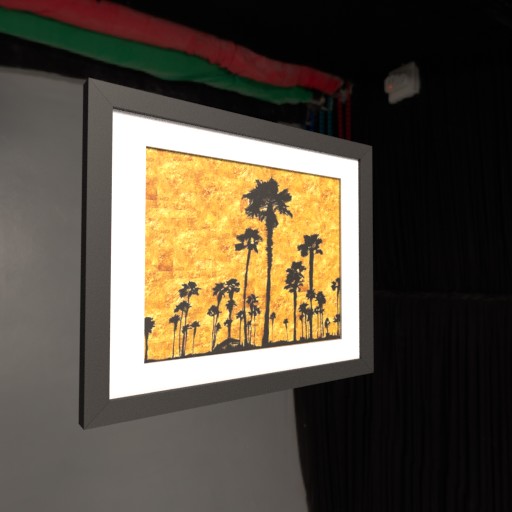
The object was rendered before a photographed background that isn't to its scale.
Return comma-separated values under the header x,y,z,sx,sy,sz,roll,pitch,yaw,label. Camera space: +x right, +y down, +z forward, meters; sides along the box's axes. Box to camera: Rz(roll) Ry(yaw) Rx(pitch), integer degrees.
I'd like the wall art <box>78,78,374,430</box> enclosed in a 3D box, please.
x,y,z,sx,sy,sz,roll,pitch,yaw,label
0.000,0.000,0.749,0.561,0.460,0.028,1,-2,-35,wall art
